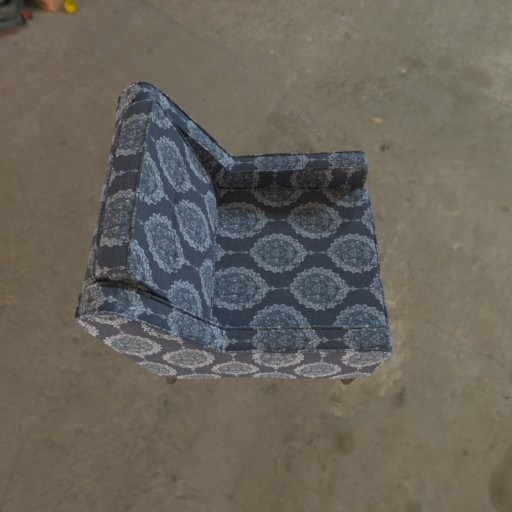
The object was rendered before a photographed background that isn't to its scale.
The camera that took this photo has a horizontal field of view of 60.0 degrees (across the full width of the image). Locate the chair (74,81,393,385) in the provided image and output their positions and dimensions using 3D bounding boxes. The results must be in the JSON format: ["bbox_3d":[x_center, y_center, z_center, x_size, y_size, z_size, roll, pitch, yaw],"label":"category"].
[{"bbox_3d":[0.000,0.000,1.332,0.743,0.792,0.663,0,63,0],"label":"chair"}]
